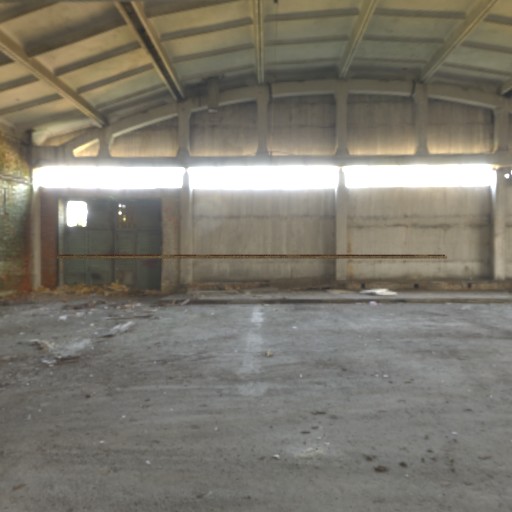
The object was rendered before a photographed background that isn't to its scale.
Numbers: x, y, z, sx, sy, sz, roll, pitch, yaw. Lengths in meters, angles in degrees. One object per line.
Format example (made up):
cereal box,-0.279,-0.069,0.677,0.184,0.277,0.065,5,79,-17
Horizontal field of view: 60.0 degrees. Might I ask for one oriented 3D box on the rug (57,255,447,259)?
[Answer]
rug,0.000,0.000,2.903,1.555,0.016,2.286,0,0,1
